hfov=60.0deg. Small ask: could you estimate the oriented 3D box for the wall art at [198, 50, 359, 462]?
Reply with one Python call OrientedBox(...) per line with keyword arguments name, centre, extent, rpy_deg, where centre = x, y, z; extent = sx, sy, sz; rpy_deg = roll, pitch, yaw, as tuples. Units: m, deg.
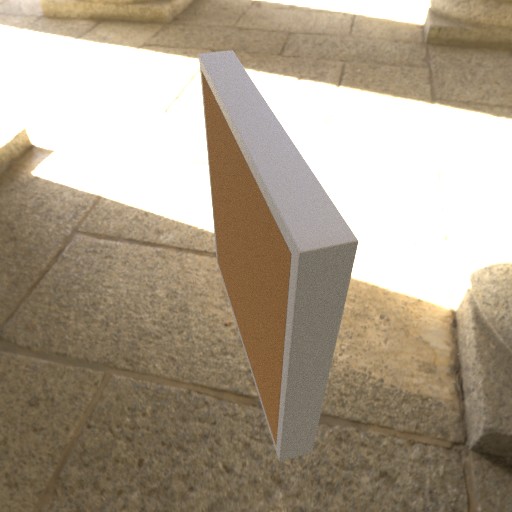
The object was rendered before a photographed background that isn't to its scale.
OrientedBox(name="wall art", centre=(0.000, 0.000, 0.463), extent=(0.037, 0.305, 0.305), rpy_deg=(-11, 46, -11))
